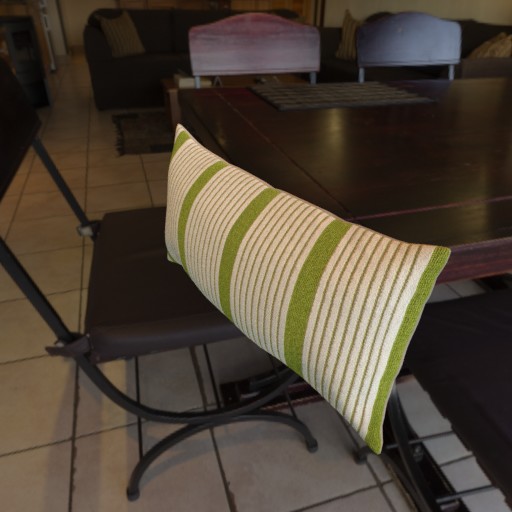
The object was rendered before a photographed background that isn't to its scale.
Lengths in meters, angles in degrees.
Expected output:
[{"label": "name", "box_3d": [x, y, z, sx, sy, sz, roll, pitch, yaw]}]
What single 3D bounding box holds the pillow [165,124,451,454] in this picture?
[{"label": "pillow", "box_3d": [0.000, 0.000, 0.722, 0.156, 0.292, 0.608, -20, 36, -30]}]
